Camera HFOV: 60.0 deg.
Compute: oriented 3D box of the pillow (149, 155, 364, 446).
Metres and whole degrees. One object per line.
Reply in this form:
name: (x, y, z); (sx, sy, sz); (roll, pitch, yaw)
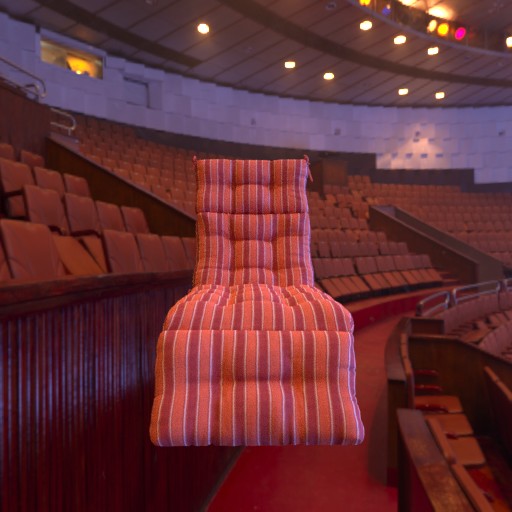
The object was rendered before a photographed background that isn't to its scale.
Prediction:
pillow: (0.000, 0.000, 1.471); (0.526, 0.863, 1.016); (0, 0, -1)
